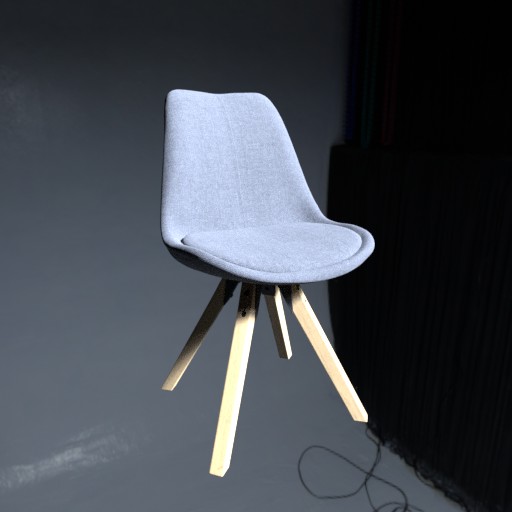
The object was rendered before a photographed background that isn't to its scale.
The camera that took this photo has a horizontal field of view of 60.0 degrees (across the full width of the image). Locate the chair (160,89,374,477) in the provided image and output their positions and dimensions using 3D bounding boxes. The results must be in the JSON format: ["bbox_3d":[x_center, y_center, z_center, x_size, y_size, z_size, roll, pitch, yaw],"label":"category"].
[{"bbox_3d":[0.000,0.000,1.162,0.485,0.850,0.550,-8,17,-27],"label":"chair"}]
